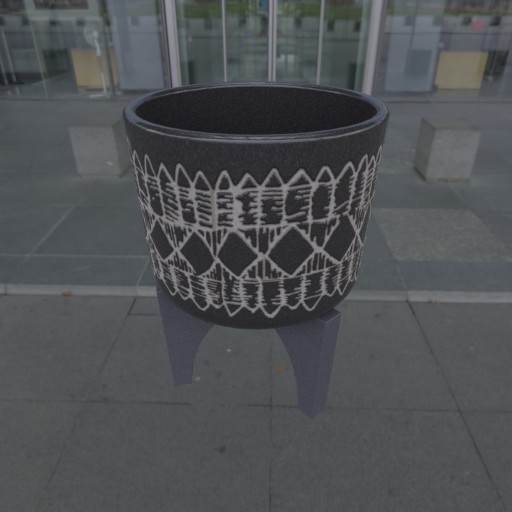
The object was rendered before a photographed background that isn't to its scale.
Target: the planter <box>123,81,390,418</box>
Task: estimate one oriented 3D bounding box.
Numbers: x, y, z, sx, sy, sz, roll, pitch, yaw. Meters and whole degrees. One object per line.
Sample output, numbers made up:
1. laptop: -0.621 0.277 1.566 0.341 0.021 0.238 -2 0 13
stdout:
1. planter: 0.000 0.000 0.265 0.129 0.177 0.129 0 30 0
